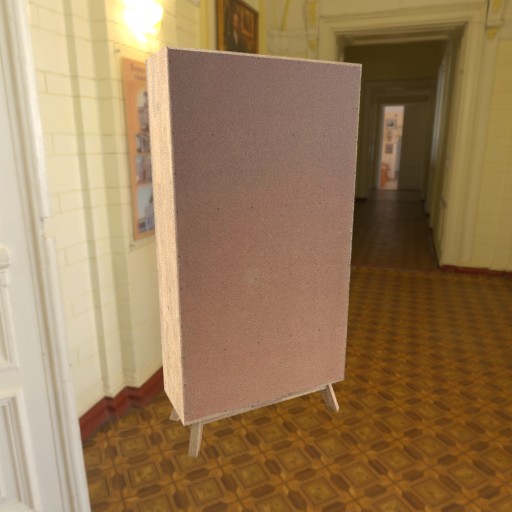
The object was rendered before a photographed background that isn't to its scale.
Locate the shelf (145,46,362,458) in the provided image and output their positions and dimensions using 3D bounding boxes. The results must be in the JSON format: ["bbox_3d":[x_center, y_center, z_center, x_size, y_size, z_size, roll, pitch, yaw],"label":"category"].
[{"bbox_3d":[0.000,0.000,1.812,0.748,1.471,0.308,-7,16,-26],"label":"shelf"}]
